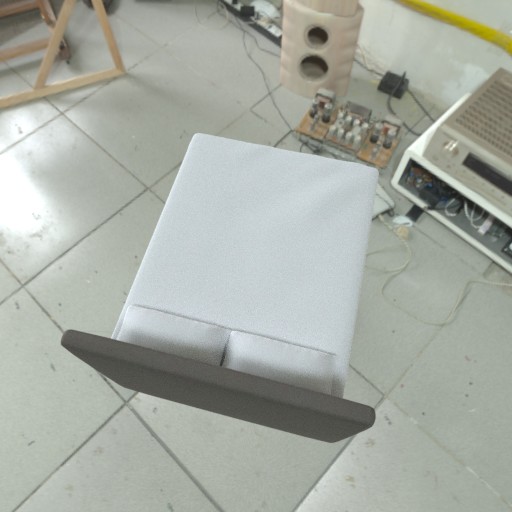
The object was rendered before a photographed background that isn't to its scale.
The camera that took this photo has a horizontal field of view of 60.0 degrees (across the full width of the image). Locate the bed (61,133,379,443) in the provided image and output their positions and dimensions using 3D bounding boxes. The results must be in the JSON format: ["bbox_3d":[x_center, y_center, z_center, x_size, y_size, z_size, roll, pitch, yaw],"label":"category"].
[{"bbox_3d":[0.000,0.000,3.234,1.723,1.330,2.142,13,64,6],"label":"bed"}]
